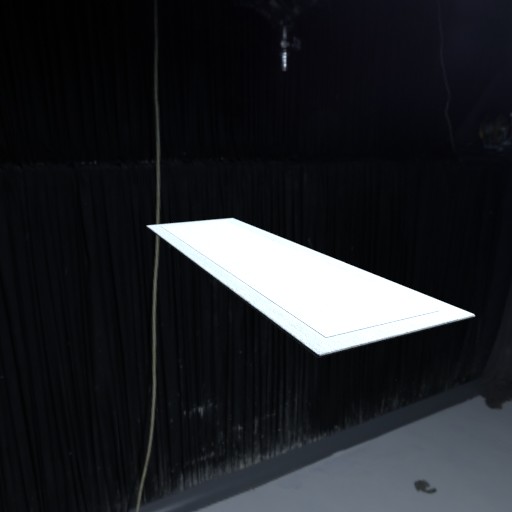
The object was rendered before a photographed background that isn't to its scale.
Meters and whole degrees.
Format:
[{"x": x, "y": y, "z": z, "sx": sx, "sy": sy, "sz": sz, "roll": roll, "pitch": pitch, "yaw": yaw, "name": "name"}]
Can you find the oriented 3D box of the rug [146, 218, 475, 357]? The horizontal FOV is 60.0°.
[{"x": 0.000, "y": 0.000, "z": 2.658, "sx": 0.759, "sy": 0.012, "sz": 2.430, "roll": -7, "pitch": 17, "yaw": -26, "name": "rug"}]
